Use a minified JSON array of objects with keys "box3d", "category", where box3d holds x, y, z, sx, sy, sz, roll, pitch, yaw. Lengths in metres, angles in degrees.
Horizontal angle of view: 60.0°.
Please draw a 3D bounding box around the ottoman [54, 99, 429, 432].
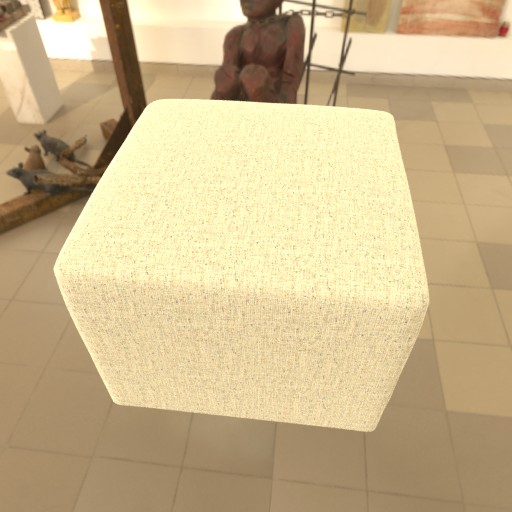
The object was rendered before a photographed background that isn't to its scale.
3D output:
[{"box3d":[0.000,0.000,0.887,0.521,0.453,0.512,5,46,4],"category":"ottoman"}]
